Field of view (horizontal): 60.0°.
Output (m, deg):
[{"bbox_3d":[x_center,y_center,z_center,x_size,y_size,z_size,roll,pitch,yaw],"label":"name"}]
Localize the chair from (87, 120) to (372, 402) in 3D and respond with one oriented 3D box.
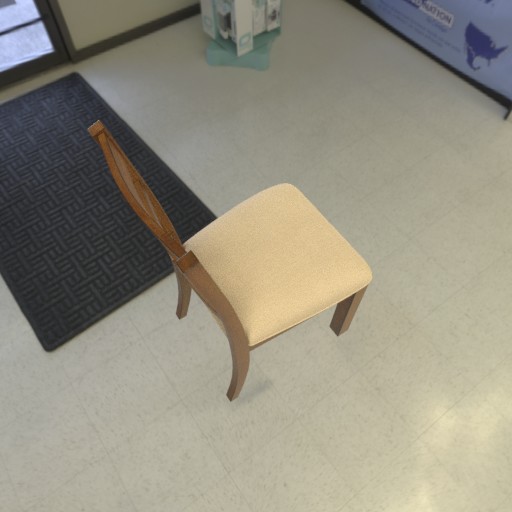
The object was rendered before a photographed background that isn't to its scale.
[{"bbox_3d":[0.000,0.000,1.290,0.581,0.949,0.461,-29,63,-17],"label":"chair"}]
